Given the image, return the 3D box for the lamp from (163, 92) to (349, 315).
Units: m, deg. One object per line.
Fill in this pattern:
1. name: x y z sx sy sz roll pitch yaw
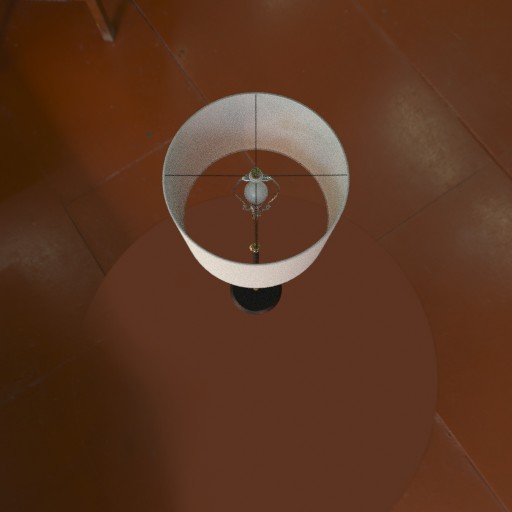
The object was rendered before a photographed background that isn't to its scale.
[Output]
1. lamp: 0.000 0.000 1.679 0.404 1.517 0.404 0 76 0
